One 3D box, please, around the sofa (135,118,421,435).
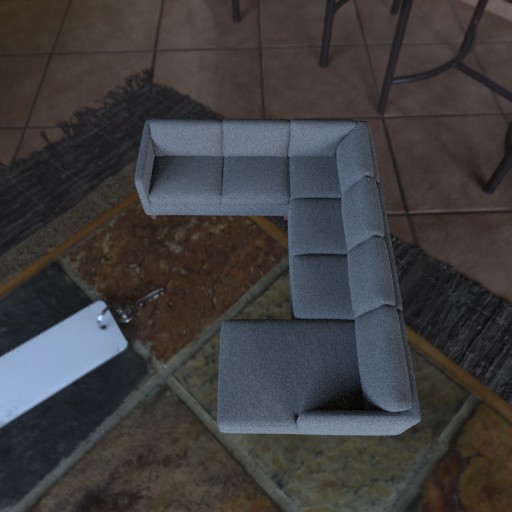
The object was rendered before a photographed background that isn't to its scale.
[{"bbox_3d":[0.000,0.000,4.371,2.551,0.853,3.238,0,59,0],"label":"sofa"}]
